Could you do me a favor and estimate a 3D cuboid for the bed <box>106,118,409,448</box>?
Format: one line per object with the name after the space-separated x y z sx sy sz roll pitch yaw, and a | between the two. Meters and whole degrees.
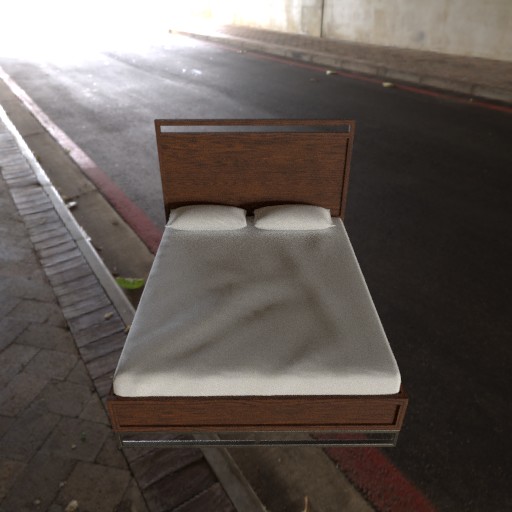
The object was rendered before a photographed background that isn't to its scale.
0.000 0.000 3.361 1.765 1.487 2.218 0 32 0 | bed
